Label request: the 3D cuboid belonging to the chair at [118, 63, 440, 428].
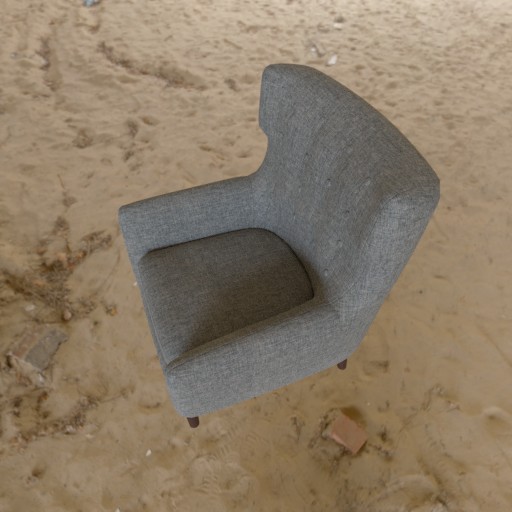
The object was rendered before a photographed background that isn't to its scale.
[{"bbox_3d":[0.000,0.000,1.687,0.904,1.063,0.878,-17,49,-15],"label":"chair"}]
